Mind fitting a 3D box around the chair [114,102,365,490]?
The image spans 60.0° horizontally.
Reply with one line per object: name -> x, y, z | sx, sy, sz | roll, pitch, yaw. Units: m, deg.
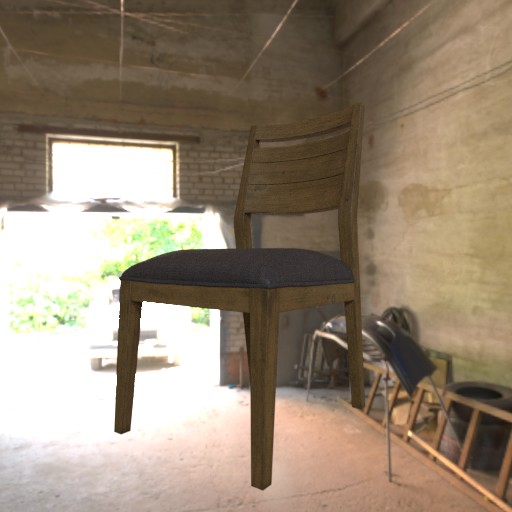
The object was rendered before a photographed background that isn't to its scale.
chair -> 0.000, 0.000, 1.279 | 0.501, 0.939, 0.610 | 0, 0, 37
